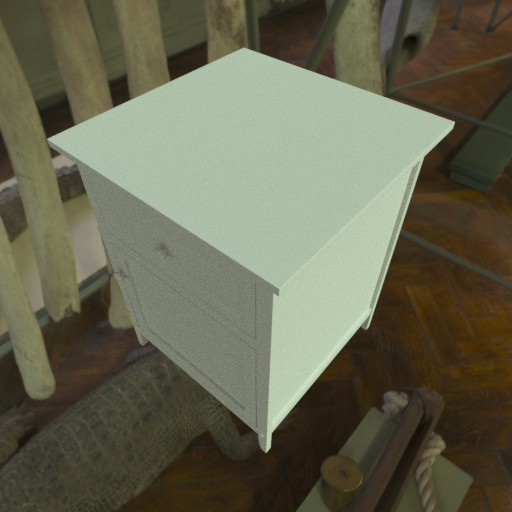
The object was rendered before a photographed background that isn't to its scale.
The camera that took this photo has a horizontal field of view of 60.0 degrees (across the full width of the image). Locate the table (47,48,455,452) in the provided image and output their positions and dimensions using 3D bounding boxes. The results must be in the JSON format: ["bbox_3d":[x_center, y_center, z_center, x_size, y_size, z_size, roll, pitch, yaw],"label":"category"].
[{"bbox_3d":[0.000,0.000,0.758,0.381,0.483,0.381,32,54,26],"label":"table"}]
